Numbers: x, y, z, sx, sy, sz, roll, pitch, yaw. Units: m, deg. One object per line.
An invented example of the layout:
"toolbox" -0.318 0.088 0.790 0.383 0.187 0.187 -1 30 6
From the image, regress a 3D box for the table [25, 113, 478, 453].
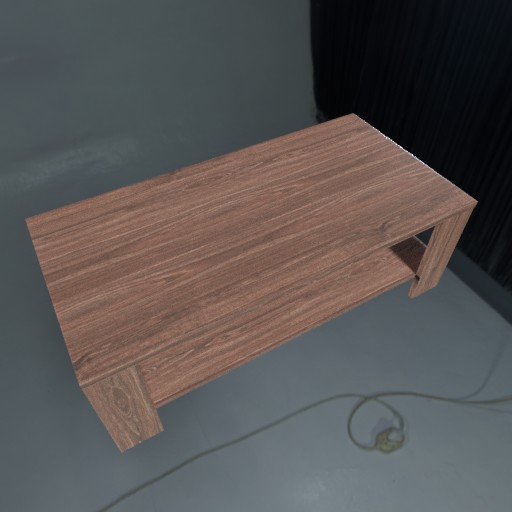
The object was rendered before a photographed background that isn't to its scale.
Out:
"table" 0.000 0.000 1.459 1.200 0.400 0.600 -23 51 -20
